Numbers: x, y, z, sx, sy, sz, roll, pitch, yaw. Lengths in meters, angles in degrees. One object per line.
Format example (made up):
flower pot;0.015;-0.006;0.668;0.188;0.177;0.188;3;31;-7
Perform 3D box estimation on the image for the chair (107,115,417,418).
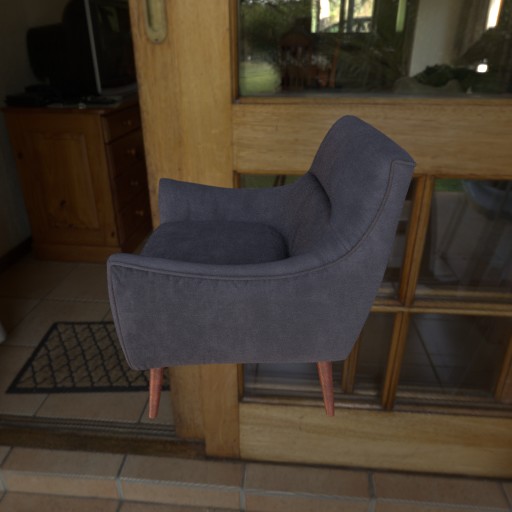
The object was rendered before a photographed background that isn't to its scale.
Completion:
chair;0.000;0.000;1.482;0.787;0.838;0.762;0;26;-1
